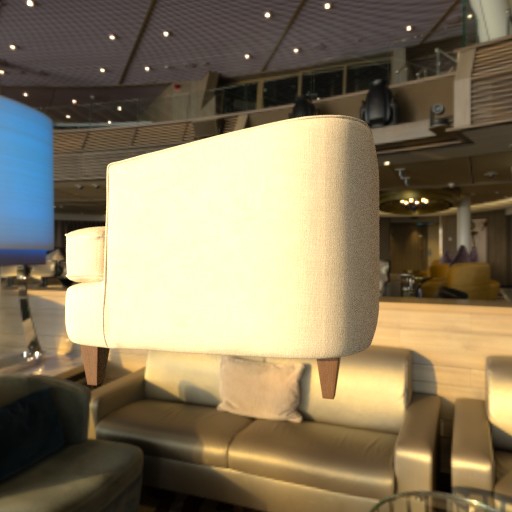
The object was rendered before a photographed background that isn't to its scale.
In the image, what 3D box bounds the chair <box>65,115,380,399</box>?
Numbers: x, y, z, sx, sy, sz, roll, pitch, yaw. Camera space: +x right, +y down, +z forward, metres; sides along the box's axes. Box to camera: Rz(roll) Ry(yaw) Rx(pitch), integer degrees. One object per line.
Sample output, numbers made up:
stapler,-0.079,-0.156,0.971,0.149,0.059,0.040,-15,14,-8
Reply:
chair,0.000,0.000,1.723,0.914,0.787,1.118,0,0,17
